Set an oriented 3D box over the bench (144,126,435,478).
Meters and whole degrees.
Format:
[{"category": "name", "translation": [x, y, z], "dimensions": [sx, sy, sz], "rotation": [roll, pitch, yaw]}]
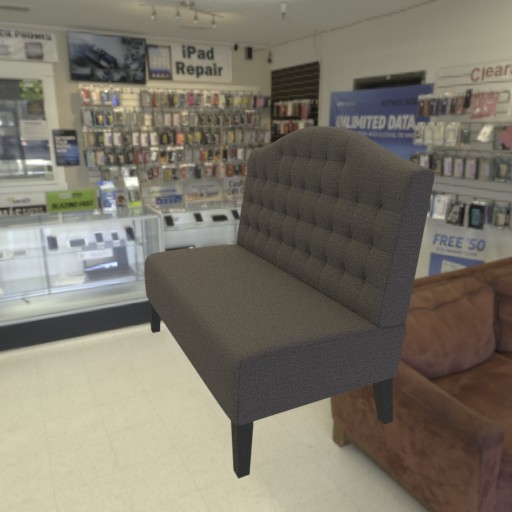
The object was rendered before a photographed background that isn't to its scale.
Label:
[{"category": "bench", "translation": [0.000, 0.000, 2.103], "dimensions": [0.815, 1.180, 1.335], "rotation": [-8, 19, -25]}]
